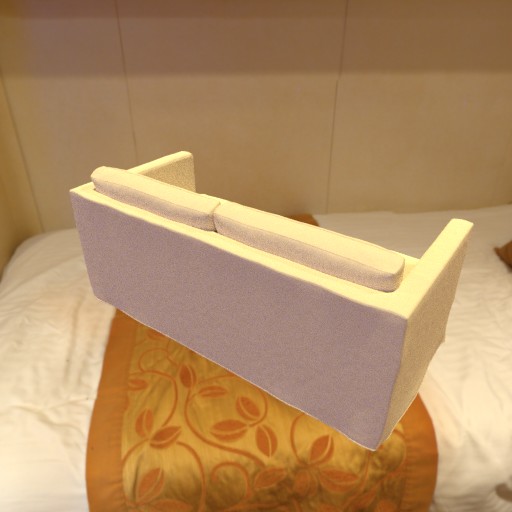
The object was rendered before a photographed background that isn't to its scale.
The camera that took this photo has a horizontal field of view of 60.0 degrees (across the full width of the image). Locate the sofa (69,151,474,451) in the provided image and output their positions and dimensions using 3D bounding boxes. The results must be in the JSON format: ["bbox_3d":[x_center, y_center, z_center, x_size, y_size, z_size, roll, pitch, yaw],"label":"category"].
[{"bbox_3d":[0.000,0.000,2.464,1.987,0.870,0.940,20,36,31],"label":"sofa"}]
